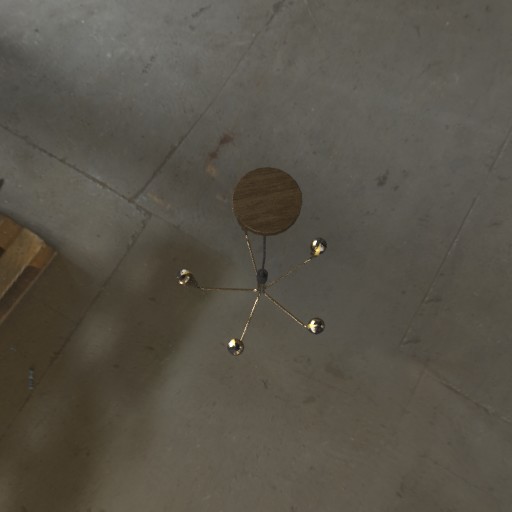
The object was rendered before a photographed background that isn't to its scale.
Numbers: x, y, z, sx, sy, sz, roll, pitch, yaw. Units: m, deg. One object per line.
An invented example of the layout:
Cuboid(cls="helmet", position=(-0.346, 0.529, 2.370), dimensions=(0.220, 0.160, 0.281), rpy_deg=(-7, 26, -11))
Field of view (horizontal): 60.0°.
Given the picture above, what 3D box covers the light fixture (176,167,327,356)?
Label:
Cuboid(cls="light fixture", position=(0.000, 0.000, 1.368), dimensions=(0.588, 1.059, 0.532), rpy_deg=(-14, 76, -3))
